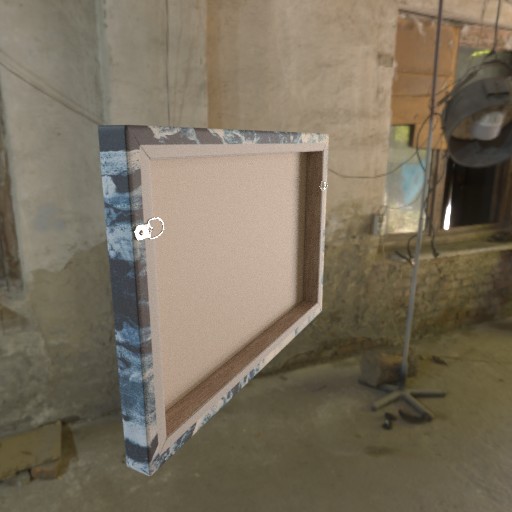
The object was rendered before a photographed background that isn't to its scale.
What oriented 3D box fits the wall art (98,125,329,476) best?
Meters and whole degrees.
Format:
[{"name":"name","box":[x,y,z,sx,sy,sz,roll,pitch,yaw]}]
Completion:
[{"name":"wall art","box":[0.000,0.000,0.749,0.043,0.407,0.609,8,16,27]}]
